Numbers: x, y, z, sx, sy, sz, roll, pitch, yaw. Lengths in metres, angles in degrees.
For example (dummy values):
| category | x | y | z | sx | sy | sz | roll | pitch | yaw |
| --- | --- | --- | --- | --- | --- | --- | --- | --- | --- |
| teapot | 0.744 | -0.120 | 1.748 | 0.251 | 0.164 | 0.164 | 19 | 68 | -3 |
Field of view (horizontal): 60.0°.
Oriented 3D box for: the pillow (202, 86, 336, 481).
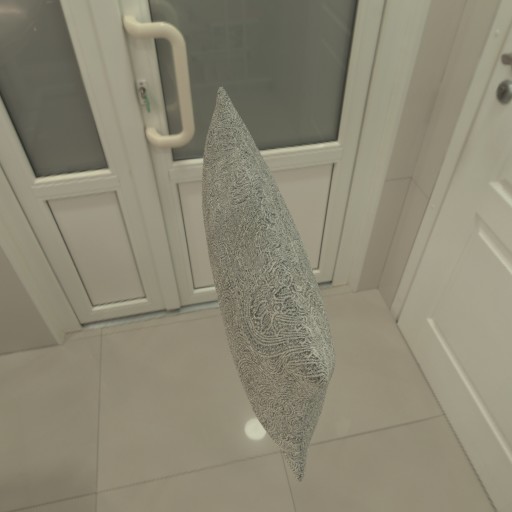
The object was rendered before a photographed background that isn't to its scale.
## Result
| category | x | y | z | sx | sy | sz | roll | pitch | yaw |
| --- | --- | --- | --- | --- | --- | --- | --- | --- | --- |
| pillow | 0.000 | 0.000 | 0.728 | 0.151 | 0.295 | 0.615 | -9 | 47 | -8 |
